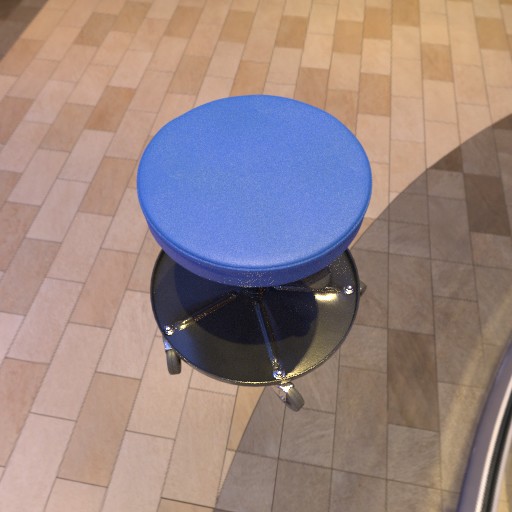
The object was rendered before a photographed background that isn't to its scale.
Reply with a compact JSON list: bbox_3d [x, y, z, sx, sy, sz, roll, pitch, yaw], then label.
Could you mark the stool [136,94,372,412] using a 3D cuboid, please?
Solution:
[{"bbox_3d":[0.000,0.000,0.660,0.381,0.365,0.382,-32,63,-18],"label":"stool"}]
